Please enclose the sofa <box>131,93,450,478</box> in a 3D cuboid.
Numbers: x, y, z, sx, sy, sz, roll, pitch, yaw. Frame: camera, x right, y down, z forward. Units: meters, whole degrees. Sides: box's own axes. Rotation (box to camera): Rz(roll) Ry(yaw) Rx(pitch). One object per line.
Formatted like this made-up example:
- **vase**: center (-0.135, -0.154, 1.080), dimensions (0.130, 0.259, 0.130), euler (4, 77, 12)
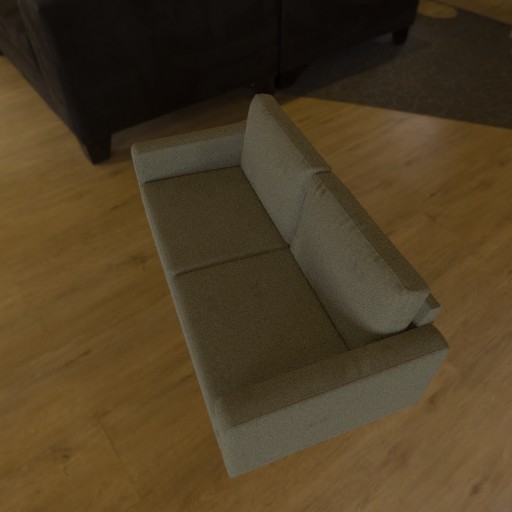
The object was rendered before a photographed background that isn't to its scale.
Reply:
- **sofa**: center (0.000, 0.000, 2.205), dimensions (0.889, 0.897, 1.730), euler (-16, 49, -14)
